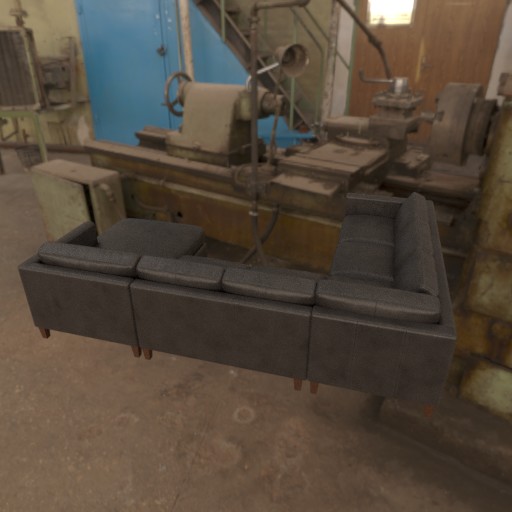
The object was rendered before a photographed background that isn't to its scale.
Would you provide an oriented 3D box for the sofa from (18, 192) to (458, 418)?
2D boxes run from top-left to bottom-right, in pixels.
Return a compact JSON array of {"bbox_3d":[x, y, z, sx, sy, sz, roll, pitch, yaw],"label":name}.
[{"bbox_3d":[0.000,0.000,4.339,3.324,0.891,2.452,8,29,14],"label":"sofa"}]
